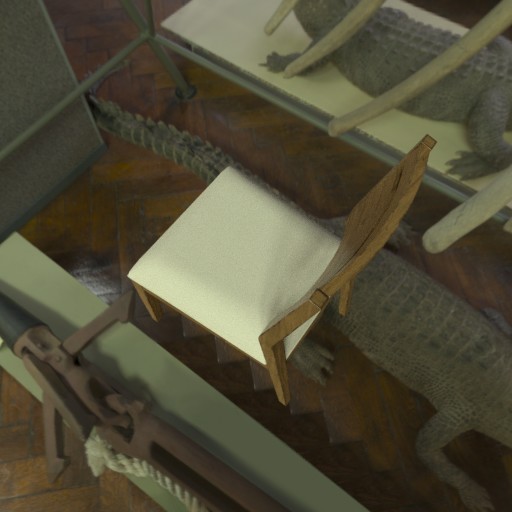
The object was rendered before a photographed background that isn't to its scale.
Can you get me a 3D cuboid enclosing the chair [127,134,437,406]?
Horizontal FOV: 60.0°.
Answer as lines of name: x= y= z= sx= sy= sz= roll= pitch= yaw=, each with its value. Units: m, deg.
chair: x=0.000 y=0.000 z=1.261 sx=0.610 sy=0.939 sz=0.497 roll=33 pitch=67 yaw=16
